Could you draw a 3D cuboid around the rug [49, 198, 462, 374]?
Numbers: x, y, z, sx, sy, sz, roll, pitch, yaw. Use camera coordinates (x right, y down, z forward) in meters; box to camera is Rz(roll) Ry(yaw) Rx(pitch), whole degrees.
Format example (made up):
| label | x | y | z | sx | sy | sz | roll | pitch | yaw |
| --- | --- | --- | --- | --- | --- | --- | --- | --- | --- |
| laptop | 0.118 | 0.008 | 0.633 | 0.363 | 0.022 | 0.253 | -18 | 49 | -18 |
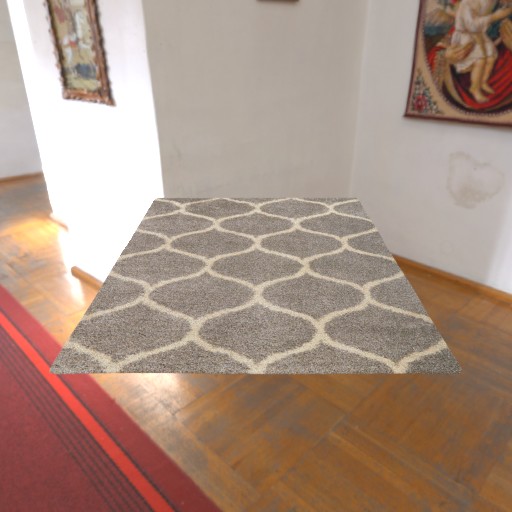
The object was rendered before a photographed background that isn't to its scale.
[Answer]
| label | x | y | z | sx | sy | sz | roll | pitch | yaw |
| --- | --- | --- | --- | --- | --- | --- | --- | --- | --- |
| rug | 0.000 | 0.000 | 3.886 | 2.399 | 0.026 | 3.000 | 0 | 27 | 0 |
